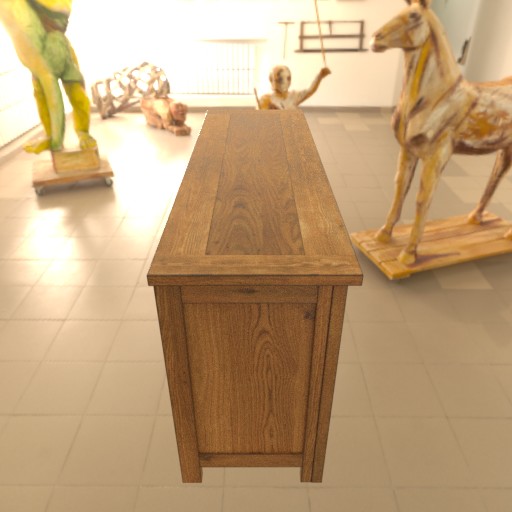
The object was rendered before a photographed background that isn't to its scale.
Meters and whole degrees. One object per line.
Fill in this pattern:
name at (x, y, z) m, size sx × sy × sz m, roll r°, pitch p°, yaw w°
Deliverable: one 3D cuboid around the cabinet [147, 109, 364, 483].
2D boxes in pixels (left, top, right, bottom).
cabinet at (0.000, 0.000, 1.805) m, size 0.480 × 0.813 × 1.474 m, roll 0°, pitch 32°, yaw 0°
